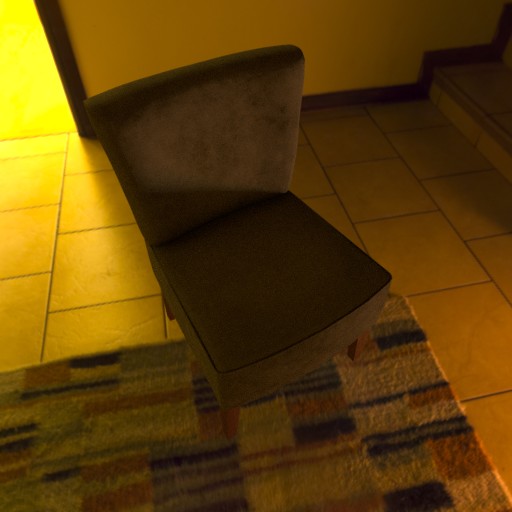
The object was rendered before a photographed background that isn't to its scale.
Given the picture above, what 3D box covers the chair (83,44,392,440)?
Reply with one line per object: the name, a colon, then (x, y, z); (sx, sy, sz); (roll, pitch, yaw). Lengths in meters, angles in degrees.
chair: (0.000, 0.000, 1.141); (0.521, 0.806, 0.554); (-25, 52, -21)
